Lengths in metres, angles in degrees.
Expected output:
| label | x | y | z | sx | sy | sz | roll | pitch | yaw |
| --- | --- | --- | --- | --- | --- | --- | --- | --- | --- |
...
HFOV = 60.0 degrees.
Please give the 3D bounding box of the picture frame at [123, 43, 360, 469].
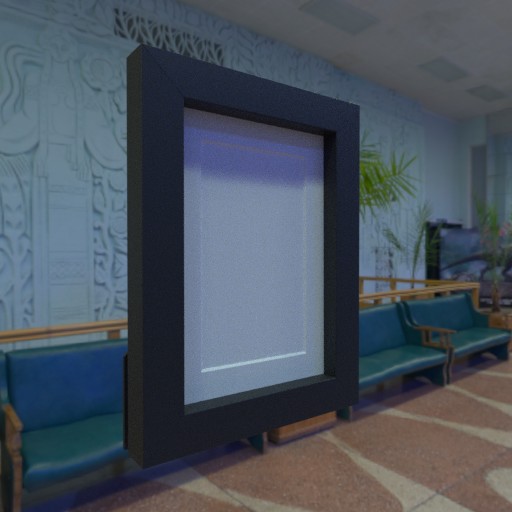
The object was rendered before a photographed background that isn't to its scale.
| label | x | y | z | sx | sy | sz | roll | pitch | yaw |
| --- | --- | --- | --- | --- | --- | --- | --- | --- | --- |
| picture frame | 0.000 | 0.000 | 0.273 | 0.157 | 0.208 | 0.028 | -1 | 1 | -36 |
